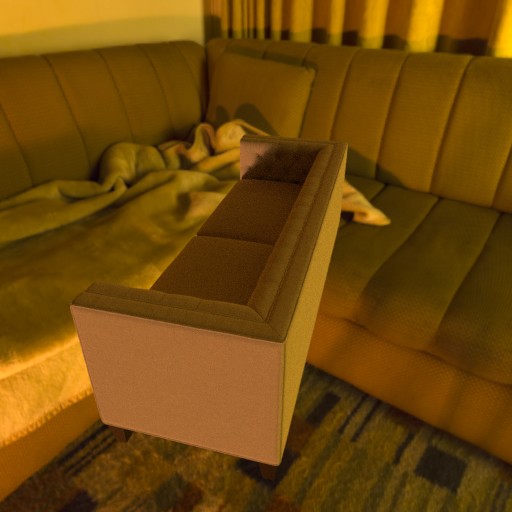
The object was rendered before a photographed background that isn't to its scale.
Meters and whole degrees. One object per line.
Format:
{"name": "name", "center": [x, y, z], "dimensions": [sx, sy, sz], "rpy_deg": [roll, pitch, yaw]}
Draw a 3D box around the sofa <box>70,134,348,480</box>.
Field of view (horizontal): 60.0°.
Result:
{"name": "sofa", "center": [0.000, 0.000, 2.533], "dimensions": [0.775, 0.762, 2.159], "rpy_deg": [8, 32, 13]}
